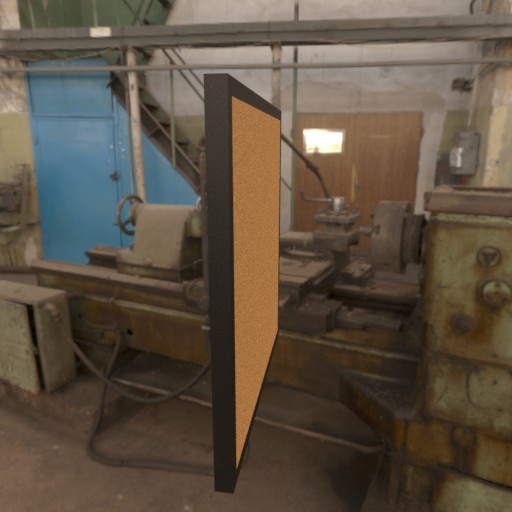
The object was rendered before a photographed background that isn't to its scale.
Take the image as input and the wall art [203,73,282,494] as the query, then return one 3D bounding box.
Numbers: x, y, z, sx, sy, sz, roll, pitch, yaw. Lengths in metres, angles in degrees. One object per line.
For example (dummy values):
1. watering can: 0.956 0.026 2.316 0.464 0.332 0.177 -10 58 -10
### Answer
1. wall art: 0.000 0.000 1.135 0.038 0.762 0.762 2 14 9
